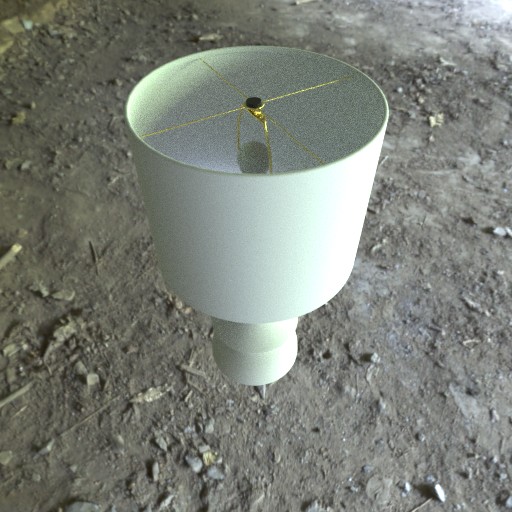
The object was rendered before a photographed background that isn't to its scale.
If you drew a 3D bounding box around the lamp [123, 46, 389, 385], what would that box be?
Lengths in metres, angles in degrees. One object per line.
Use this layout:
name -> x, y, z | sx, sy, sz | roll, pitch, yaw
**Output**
lamp -> 0.000, 0.000, 0.706 | 0.301, 0.533, 0.301 | -23, 51, -20
